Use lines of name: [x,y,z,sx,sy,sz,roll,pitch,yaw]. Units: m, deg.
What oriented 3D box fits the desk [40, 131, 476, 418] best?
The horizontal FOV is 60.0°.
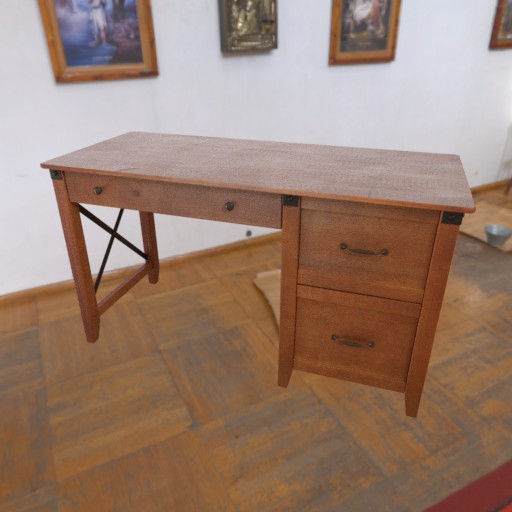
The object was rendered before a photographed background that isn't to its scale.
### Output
desk: [0.000,0.000,1.711,1.353,0.756,0.574,8,28,16]
